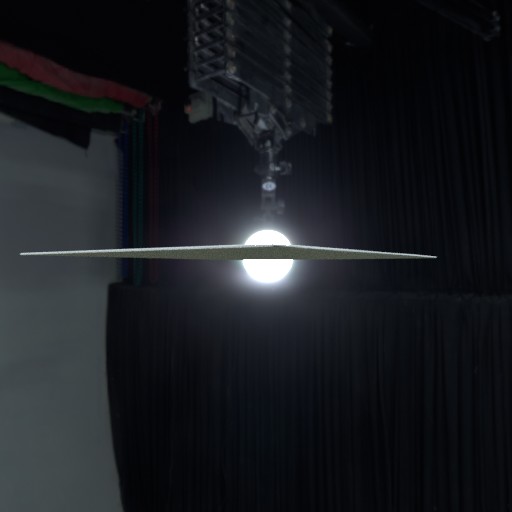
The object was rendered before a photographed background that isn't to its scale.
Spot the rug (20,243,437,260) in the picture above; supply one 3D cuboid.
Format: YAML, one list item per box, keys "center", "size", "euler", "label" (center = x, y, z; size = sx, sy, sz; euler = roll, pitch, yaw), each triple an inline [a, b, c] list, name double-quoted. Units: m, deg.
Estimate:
- center: [0.000, 0.000, 3.837]
  size: [2.288, 0.018, 2.895]
  euler: [-1, -2, 36]
  label: "rug"
